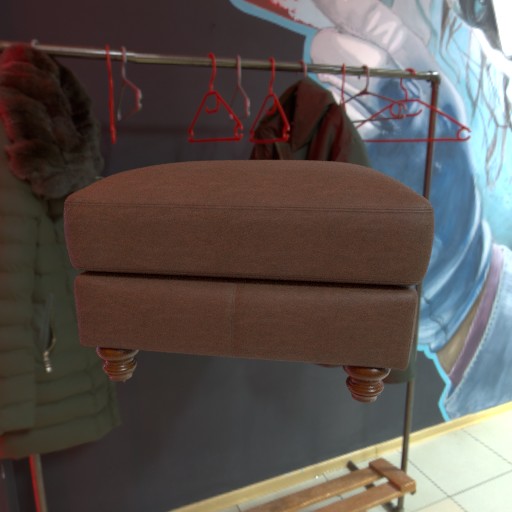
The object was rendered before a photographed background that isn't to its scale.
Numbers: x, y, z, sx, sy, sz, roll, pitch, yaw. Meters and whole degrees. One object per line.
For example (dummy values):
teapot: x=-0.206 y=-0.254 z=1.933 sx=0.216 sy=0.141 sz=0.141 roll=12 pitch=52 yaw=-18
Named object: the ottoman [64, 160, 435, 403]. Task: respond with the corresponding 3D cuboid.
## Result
ottoman: x=0.000 y=0.000 z=1.204 sx=0.787 sy=0.508 sz=0.635 roll=2 pitch=14 yaw=9
